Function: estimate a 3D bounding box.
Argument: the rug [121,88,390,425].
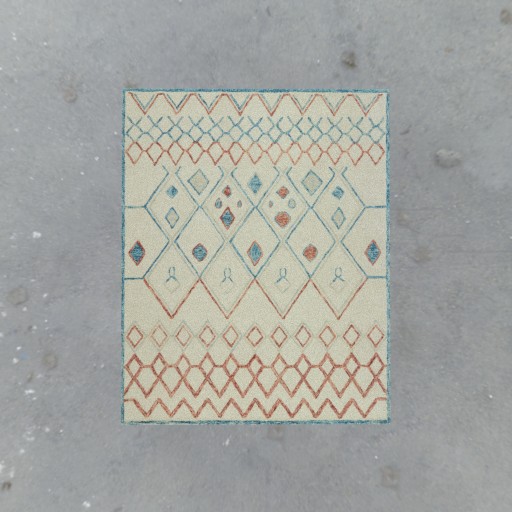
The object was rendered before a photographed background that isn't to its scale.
[{"bbox_3d":[0.000,0.000,4.031,2.441,0.016,3.050,0,89,0],"label":"rug"}]
